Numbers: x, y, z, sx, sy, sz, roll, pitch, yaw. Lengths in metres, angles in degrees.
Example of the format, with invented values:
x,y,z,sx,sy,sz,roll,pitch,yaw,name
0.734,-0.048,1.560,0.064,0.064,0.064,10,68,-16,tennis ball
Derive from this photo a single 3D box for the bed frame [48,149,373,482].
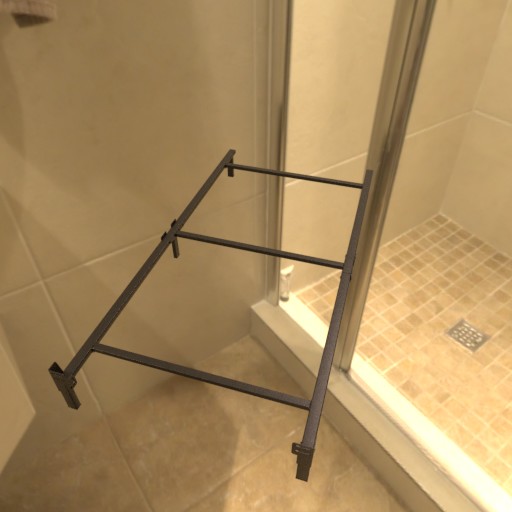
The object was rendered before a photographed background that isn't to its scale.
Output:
x,y,z,sx,sy,sz,roll,pitch,yaw,name
0.000,0.000,2.233,0.968,0.248,1.897,11,42,13,bed frame
